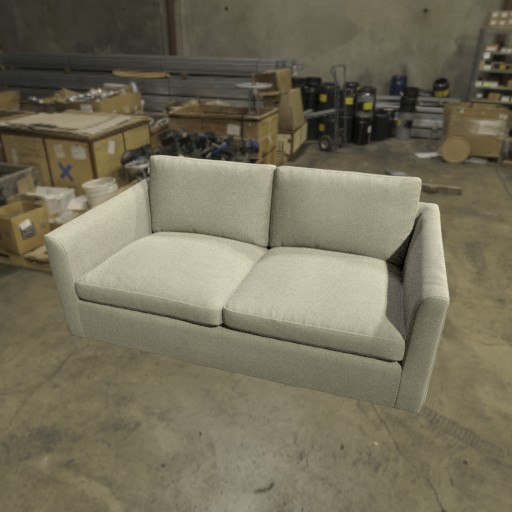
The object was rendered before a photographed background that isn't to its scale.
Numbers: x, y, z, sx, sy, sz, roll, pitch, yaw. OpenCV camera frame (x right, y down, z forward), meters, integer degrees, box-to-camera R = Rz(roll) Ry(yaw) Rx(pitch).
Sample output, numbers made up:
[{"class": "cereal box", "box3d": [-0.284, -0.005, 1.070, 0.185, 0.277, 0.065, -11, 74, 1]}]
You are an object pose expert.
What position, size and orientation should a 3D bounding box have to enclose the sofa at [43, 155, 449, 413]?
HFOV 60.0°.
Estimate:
[{"class": "sofa", "box3d": [0.000, 0.000, 2.491, 1.905, 0.839, 1.091, 8, 28, 16]}]
